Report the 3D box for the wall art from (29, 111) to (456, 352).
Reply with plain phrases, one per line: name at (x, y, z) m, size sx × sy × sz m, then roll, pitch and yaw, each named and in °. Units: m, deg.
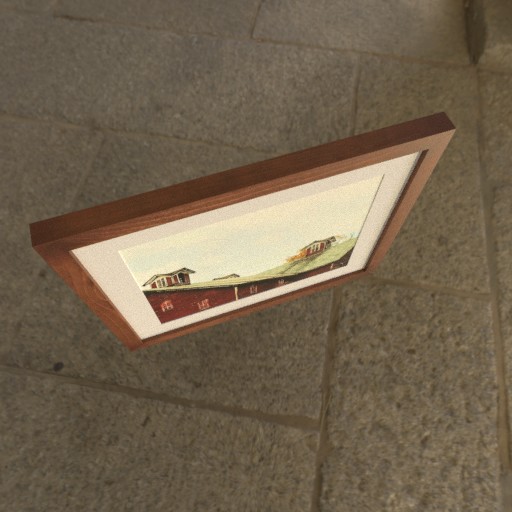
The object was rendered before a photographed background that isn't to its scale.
wall art at (0.000, 0.000, 0.764) m, size 0.558 × 0.457 × 0.033 m, roll -17°, pitch 64°, yaw -9°
